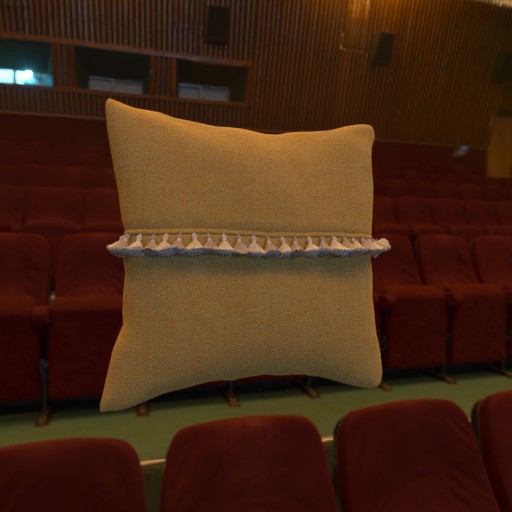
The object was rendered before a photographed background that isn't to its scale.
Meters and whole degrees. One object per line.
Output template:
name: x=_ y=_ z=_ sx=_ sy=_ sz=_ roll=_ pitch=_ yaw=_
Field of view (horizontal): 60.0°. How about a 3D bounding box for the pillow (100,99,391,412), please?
pillow: x=0.000 y=0.000 z=0.729 sx=0.485 sy=0.481 sz=0.167 roll=0 pitch=0 yaw=-17
